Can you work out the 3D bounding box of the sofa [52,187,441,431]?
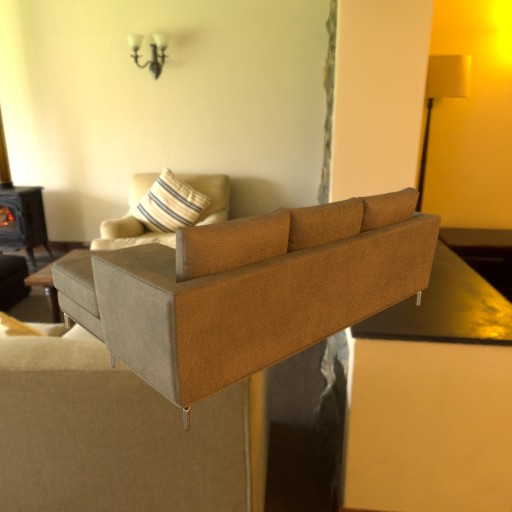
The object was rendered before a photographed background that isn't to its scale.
[{"bbox_3d":[0.000,0.000,3.276,2.438,0.987,1.622,-15,22,-41],"label":"sofa"}]
